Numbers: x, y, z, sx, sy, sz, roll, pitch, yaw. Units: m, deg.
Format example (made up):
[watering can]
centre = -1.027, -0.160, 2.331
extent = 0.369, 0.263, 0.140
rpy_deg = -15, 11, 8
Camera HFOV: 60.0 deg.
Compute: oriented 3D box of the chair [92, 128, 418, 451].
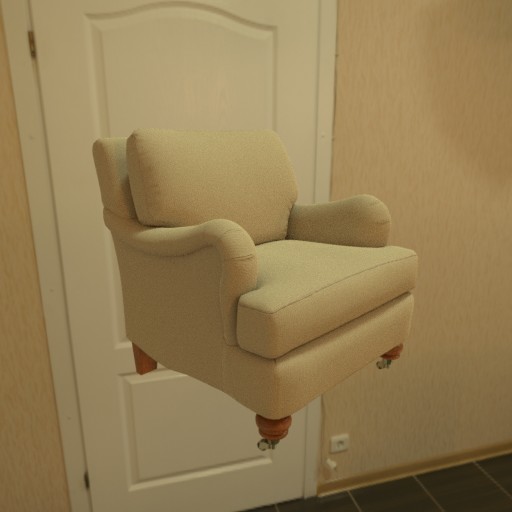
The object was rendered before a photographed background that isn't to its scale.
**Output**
[chair]
centre = 0.000, 0.000, 1.877
extent = 0.955, 1.038, 1.070
rpy_deg = -15, 21, -43
